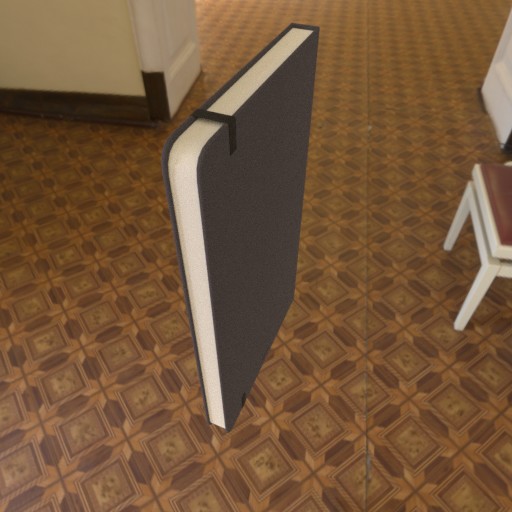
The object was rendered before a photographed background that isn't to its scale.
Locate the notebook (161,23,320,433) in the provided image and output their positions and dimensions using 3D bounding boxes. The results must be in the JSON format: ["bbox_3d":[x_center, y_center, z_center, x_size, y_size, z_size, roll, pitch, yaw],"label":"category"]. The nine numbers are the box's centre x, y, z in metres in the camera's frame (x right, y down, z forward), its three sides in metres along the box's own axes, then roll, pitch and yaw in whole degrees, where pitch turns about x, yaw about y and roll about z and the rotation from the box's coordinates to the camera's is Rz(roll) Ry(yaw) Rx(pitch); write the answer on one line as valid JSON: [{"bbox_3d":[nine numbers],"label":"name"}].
[{"bbox_3d":[0.000,0.000,0.257,0.016,0.213,0.127,17,48,16],"label":"notebook"}]
